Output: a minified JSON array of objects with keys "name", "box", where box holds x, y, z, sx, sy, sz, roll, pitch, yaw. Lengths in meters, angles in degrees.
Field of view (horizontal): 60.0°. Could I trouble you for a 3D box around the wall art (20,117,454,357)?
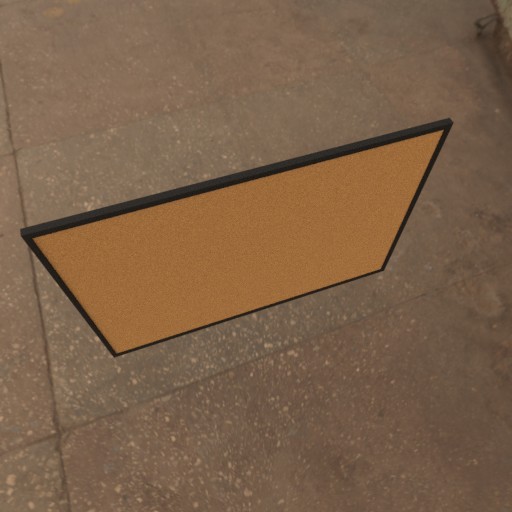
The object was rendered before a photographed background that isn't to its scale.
[{"name":"wall art","box":[0.000,0.000,0.842,0.664,0.458,0.013,-17,59,-10]}]
